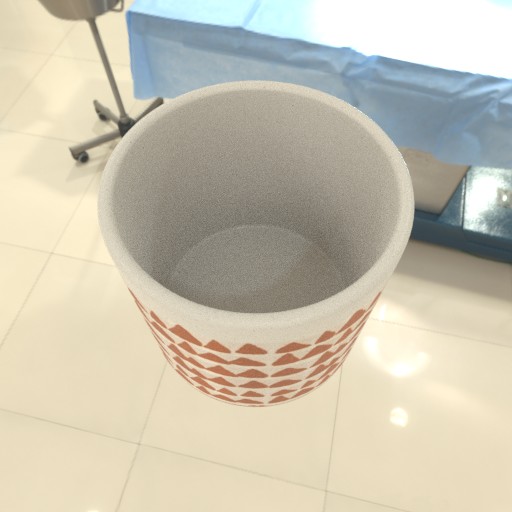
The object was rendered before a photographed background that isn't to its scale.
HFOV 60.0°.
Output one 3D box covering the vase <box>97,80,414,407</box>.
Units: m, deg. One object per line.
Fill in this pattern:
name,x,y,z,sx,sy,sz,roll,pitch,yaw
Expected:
vase,0.000,0.000,0.246,0.137,0.127,0.137,0,59,0
